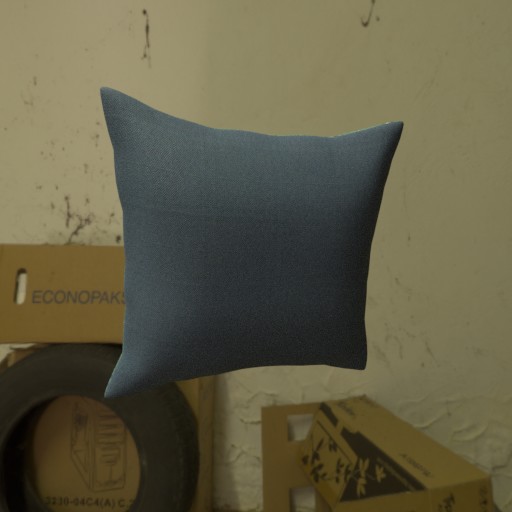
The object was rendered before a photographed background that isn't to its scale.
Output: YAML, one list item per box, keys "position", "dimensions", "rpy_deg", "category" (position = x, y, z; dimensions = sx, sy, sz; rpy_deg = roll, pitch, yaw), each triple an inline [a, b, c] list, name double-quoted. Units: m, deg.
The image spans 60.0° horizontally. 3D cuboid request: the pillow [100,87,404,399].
- position: [0.000, 0.000, 0.685]
  dimensions: [0.453, 0.430, 0.200]
  rpy_deg: [0, 0, -18]
  category: "pillow"
